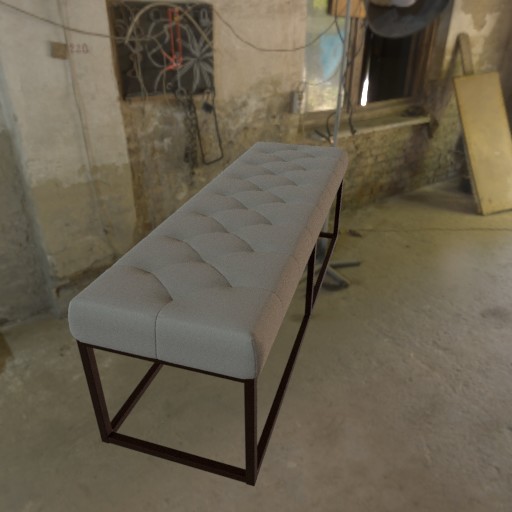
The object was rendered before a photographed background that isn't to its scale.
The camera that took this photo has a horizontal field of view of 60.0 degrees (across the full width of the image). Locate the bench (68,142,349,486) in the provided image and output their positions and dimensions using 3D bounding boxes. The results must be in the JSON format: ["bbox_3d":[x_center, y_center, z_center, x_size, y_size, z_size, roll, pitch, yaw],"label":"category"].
[{"bbox_3d":[0.000,0.000,1.674,0.479,0.488,1.488,9,30,15],"label":"bench"}]
